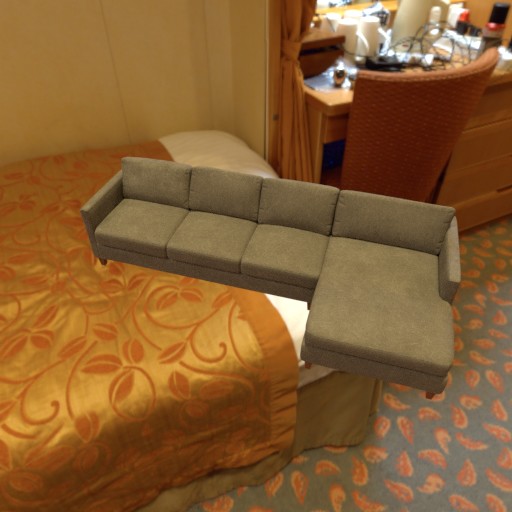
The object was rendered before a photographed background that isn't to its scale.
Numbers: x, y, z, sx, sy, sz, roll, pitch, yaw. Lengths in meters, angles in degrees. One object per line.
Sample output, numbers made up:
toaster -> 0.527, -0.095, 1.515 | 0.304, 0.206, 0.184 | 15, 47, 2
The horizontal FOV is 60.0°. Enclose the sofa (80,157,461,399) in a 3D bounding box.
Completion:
sofa -> 0.000, 0.000, 4.089 | 3.471, 0.950, 1.604 | 11, 42, 13
